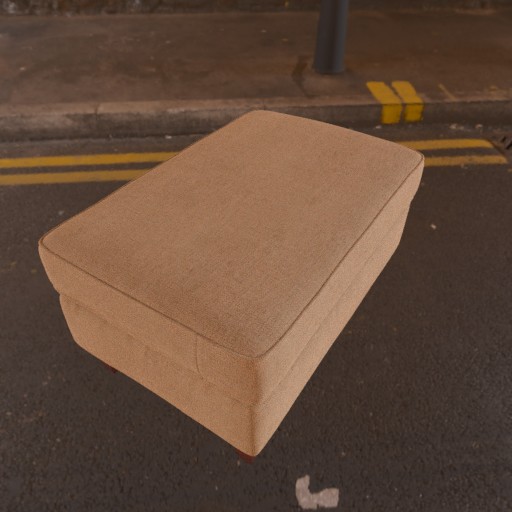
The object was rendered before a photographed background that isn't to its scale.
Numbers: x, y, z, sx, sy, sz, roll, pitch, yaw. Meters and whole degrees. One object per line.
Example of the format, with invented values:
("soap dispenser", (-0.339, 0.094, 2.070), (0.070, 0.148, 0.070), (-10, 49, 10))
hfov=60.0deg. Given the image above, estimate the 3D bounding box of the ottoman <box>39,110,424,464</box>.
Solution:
("ottoman", (0.000, 0.000, 1.196), (0.583, 0.484, 0.862), (24, 46, 25))
